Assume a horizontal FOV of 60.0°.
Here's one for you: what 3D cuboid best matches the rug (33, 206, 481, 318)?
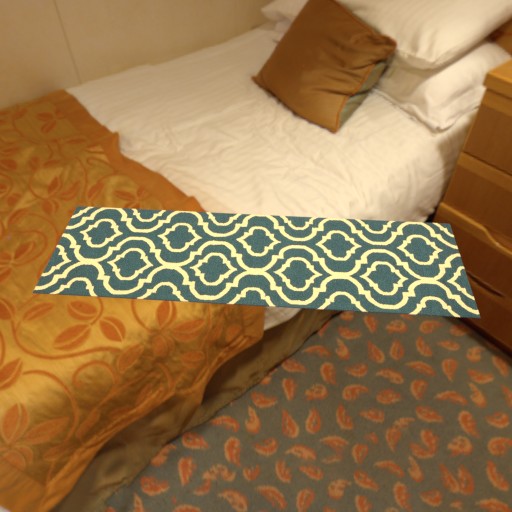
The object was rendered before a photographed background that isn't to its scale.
[{"bbox_3d":[0.000,0.000,2.499,2.296,0.006,0.685,3,48,3],"label":"rug"}]
